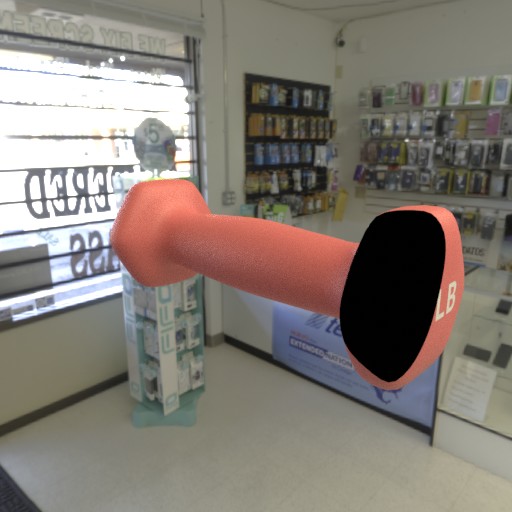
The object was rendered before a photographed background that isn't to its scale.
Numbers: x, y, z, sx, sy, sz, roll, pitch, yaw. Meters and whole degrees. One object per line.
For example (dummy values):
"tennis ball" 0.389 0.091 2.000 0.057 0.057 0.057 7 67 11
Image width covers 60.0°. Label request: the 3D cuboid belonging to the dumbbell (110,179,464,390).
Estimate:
"dumbbell" 0.000 0.000 0.145 0.047 0.043 0.123 -14 20 -43
